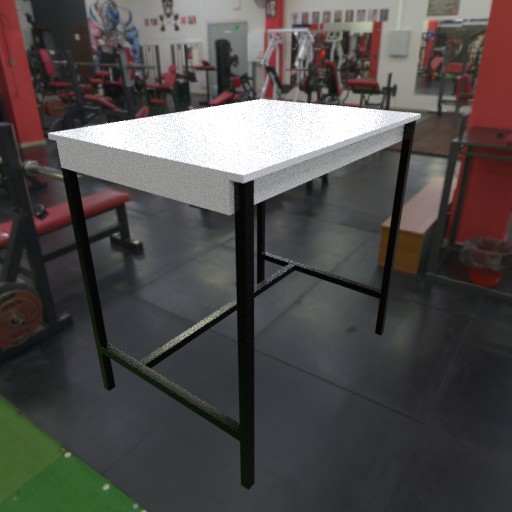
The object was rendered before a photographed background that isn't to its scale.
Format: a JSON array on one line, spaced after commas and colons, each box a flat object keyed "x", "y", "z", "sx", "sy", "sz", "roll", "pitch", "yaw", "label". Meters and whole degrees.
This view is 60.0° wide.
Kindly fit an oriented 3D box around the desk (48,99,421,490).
[{"x": 0.000, "y": 0.000, "z": 1.309, "sx": 0.573, "sy": 0.766, "sz": 0.811, "roll": 19, "pitch": 32, "yaw": 33, "label": "desk"}]
